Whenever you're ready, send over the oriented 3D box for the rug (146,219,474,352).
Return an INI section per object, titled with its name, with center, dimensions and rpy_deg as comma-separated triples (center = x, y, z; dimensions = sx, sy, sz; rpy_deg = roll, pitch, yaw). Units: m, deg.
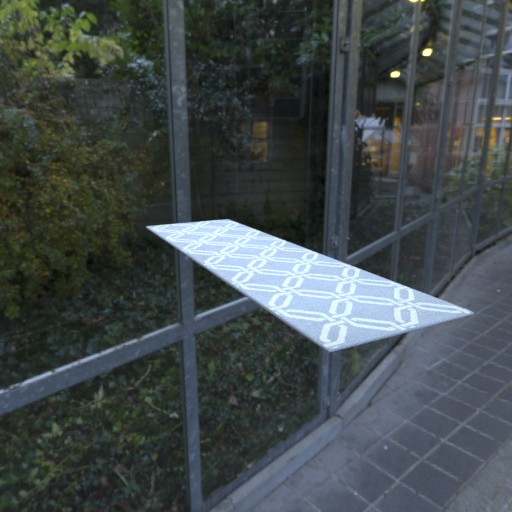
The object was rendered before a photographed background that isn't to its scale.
[rug]
center = 0.000, 0.000, 2.499
dimensions = 0.678, 0.014, 2.276
rpy_deg = -8, 17, -27
